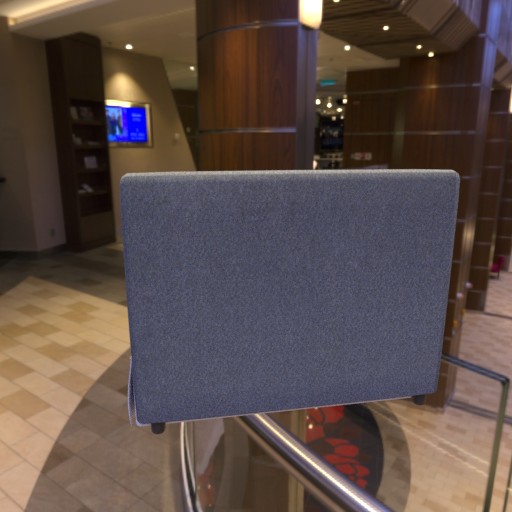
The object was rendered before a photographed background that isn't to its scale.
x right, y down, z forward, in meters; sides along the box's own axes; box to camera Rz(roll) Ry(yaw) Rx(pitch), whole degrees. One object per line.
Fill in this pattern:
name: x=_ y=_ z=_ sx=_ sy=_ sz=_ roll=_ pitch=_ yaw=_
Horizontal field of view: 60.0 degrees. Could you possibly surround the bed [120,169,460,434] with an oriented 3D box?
bed: x=0.000 y=0.000 z=3.214 sx=1.723 sy=1.330 sz=2.142 roll=-3 pitch=14 yaw=-10
